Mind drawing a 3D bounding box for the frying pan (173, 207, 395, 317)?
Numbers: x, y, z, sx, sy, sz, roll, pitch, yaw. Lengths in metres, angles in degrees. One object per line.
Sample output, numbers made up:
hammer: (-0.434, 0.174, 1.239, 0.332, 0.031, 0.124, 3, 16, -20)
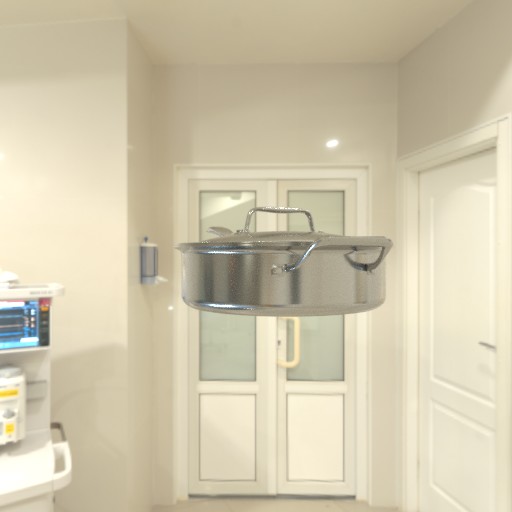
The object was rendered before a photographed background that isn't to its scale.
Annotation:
frying pan: (0.000, 0.000, 0.590, 0.245, 0.111, 0.492, 0, 0, -20)
